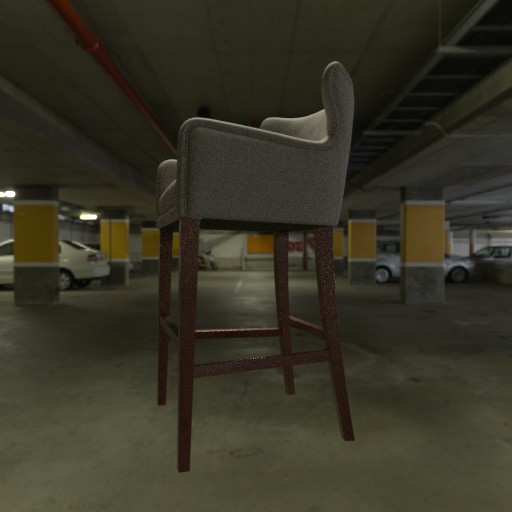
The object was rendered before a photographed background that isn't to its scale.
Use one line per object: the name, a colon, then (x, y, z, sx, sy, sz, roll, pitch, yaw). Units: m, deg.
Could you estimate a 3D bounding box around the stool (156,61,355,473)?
stool: (0.000, 0.000, 1.406, 0.575, 1.047, 0.575, 0, 1, -18)
